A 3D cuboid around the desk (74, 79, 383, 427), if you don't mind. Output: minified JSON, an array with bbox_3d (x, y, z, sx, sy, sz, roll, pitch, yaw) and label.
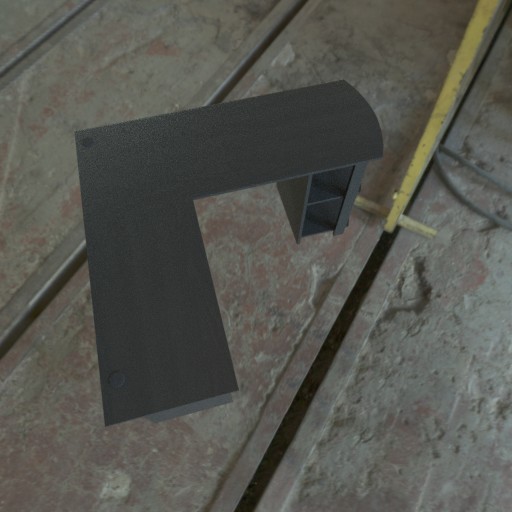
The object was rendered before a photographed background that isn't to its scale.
[{"bbox_3d":[0.000,0.000,2.122,1.361,0.716,1.303,-13,64,-7],"label":"desk"}]
